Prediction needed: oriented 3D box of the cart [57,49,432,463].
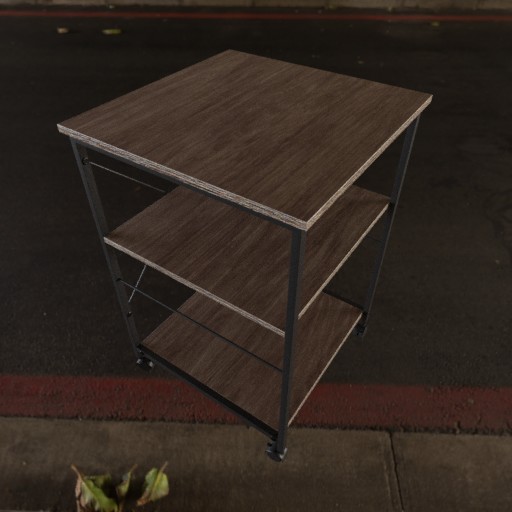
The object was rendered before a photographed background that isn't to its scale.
[{"bbox_3d":[0.000,0.000,1.109,0.520,0.762,0.521,24,47,25],"label":"cart"}]
